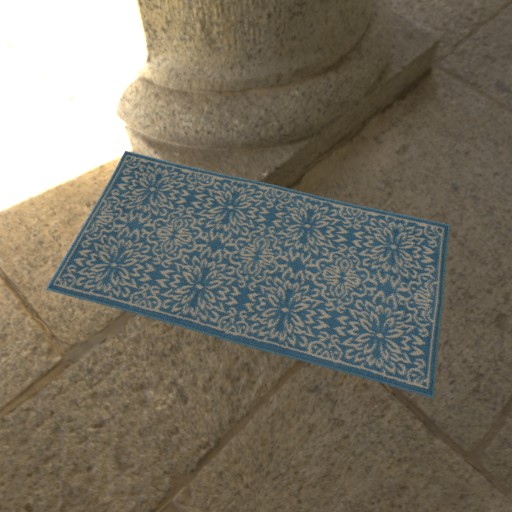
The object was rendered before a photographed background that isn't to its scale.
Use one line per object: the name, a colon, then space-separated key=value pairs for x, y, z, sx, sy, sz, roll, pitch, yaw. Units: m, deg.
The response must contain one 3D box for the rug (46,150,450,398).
rug: x=0.000 y=0.000 z=1.468 sx=1.219 sy=0.007 sz=0.604 roll=14 pitch=62 yaw=8
